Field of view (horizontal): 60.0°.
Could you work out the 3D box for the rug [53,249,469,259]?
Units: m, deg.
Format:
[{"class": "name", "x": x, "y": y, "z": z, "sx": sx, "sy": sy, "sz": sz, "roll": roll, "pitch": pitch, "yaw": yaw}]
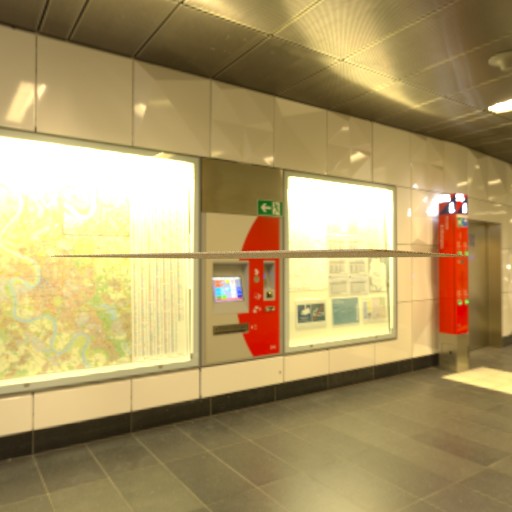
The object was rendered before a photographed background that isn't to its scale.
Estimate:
[{"class": "rug", "x": 0.000, "y": 0.000, "z": 2.856, "sx": 2.233, "sy": 0.011, "sz": 1.514, "roll": -1, "pitch": -1, "yaw": 36}]
